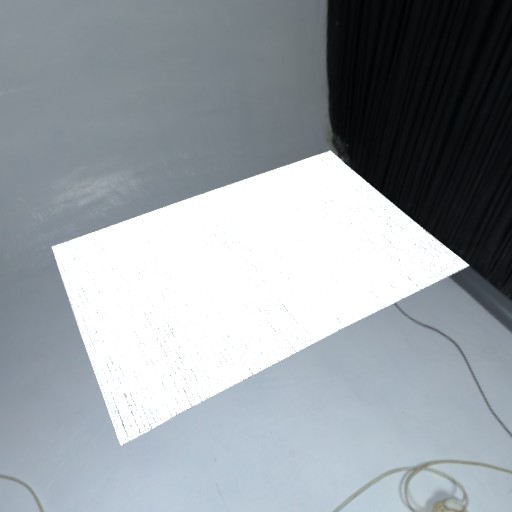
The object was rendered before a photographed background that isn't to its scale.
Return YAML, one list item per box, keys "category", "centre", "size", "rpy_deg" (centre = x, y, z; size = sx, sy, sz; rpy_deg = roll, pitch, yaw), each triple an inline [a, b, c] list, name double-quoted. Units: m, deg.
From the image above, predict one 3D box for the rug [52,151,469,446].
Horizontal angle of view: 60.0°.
- category: "rug"
  centre: [0.000, 0.000, 2.229]
  size: [1.773, 0.021, 1.149]
  rpy_deg: [-22, 51, -19]
